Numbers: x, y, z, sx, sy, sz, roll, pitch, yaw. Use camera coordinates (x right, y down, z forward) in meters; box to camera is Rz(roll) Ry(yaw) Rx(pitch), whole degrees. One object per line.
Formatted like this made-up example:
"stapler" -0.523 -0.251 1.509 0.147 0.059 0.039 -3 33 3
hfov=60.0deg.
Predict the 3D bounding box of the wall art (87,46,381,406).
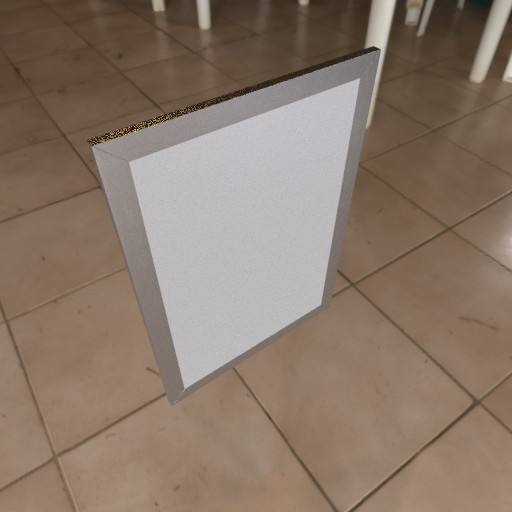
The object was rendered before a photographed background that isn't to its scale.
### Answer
"wall art" 0.000 0.000 0.672 0.376 0.529 0.013 -27 52 -24
